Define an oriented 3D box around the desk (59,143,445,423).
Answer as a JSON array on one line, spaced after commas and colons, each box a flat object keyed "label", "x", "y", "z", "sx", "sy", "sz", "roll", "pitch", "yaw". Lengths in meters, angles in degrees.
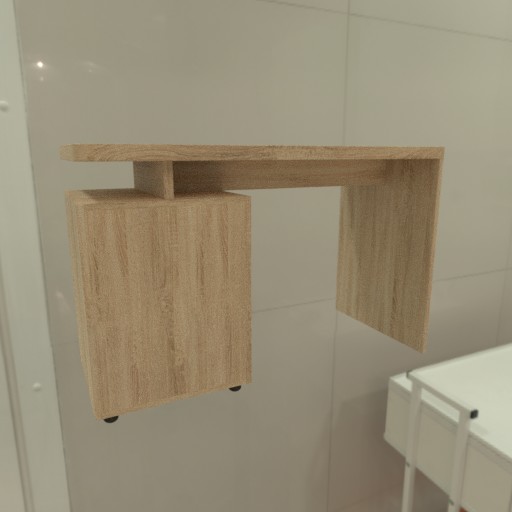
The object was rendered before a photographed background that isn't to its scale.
[{"label": "desk", "x": 0.000, "y": 0.000, "z": 1.587, "sx": 1.200, "sy": 0.760, "sz": 0.550, "roll": -6, "pitch": 15, "yaw": -26}]
